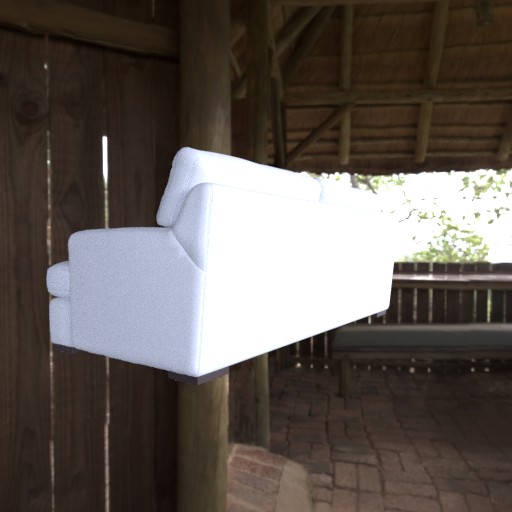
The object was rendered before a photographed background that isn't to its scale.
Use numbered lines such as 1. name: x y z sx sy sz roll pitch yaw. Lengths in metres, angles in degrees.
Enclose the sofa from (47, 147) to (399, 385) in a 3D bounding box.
1. sofa: 0.000 0.000 2.814 1.143 0.940 2.261 1 2 35
